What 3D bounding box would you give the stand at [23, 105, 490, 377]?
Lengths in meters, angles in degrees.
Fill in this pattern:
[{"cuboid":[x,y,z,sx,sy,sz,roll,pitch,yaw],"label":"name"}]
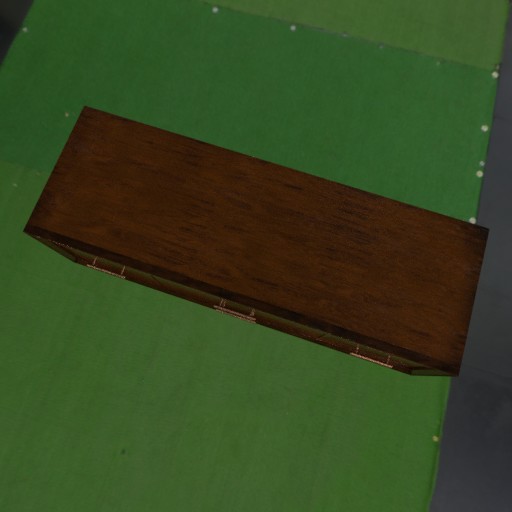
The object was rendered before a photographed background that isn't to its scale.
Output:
[{"cuboid":[0.000,0.000,1.670,1.372,0.610,0.481,18,76,5],"label":"stand"}]
